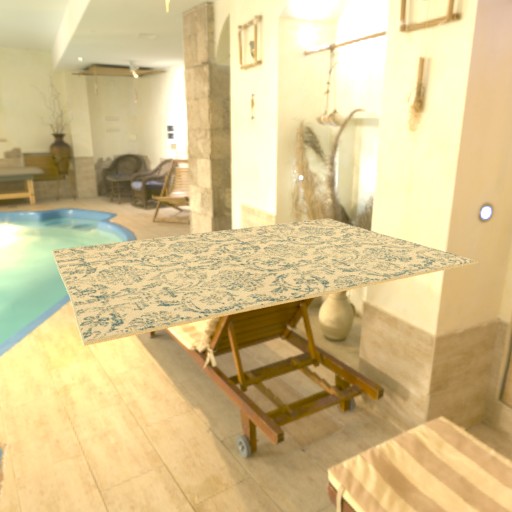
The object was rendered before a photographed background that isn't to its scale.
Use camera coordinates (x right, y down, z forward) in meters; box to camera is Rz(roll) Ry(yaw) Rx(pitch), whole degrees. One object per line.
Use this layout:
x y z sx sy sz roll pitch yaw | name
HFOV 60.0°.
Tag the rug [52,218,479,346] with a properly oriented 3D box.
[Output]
0.000 0.000 3.409 2.746 0.018 1.819 -8 18 -27 | rug
